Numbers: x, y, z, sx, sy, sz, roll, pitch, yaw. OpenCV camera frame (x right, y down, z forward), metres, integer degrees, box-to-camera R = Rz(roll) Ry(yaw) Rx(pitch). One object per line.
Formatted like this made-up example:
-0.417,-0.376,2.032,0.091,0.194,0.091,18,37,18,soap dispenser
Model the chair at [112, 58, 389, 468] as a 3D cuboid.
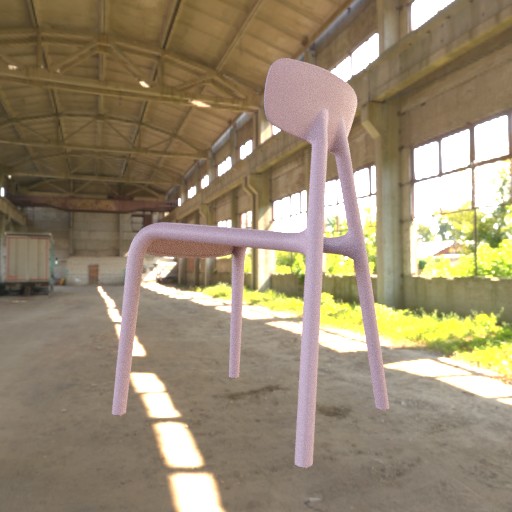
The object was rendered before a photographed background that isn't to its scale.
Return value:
0.000,0.000,0.838,0.401,0.580,0.356,-1,-2,36,chair
